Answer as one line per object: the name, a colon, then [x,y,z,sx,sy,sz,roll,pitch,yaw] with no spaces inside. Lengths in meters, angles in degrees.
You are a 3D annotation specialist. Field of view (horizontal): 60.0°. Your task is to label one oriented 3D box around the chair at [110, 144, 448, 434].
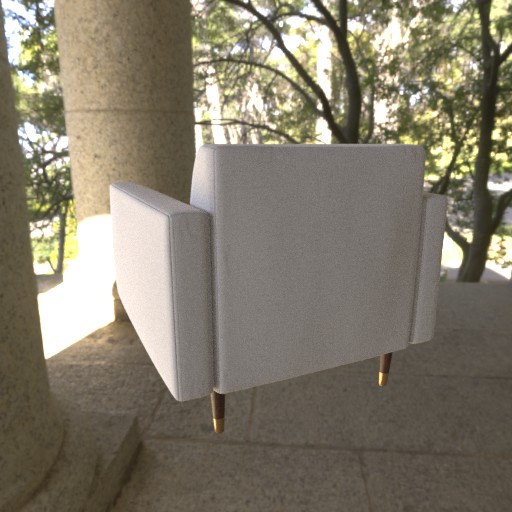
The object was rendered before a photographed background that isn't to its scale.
chair: [0.000,0.000,1.670,0.953,0.819,0.998,-7,16,-25]
